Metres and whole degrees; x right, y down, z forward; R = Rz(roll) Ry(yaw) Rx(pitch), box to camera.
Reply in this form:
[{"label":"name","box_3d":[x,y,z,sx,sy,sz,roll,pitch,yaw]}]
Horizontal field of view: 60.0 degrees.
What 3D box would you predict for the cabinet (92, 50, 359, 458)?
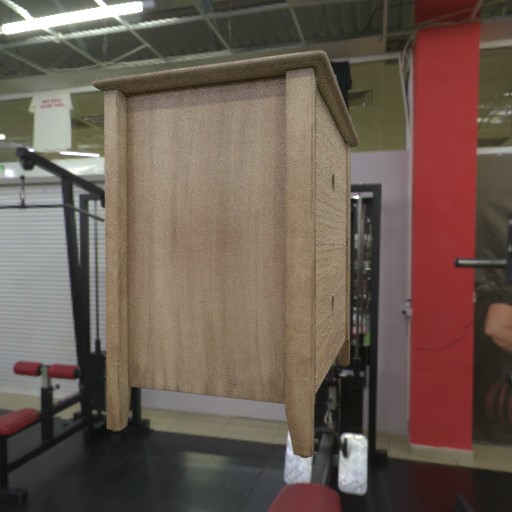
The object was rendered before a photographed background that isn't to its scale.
[{"label":"cabinet","box_3d":[0.000,0.000,1.240,0.503,0.762,0.763,0,1,18]}]
